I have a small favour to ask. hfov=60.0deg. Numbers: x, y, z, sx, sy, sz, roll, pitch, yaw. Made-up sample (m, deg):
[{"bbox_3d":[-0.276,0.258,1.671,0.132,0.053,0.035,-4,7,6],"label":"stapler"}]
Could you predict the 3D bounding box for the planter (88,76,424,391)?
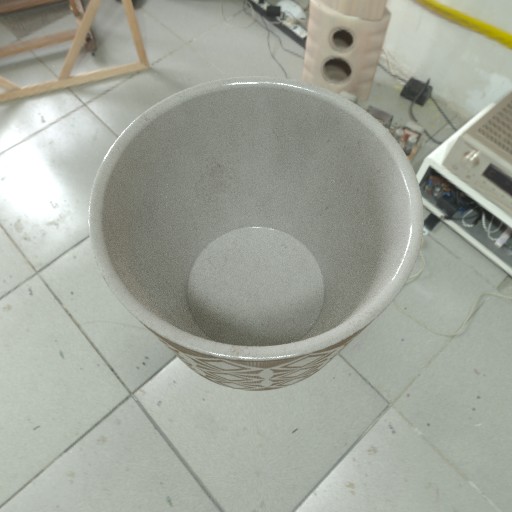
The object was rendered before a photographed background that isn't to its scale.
[{"bbox_3d":[0.000,0.000,0.445,0.260,0.220,0.260,0,64,0],"label":"planter"}]
